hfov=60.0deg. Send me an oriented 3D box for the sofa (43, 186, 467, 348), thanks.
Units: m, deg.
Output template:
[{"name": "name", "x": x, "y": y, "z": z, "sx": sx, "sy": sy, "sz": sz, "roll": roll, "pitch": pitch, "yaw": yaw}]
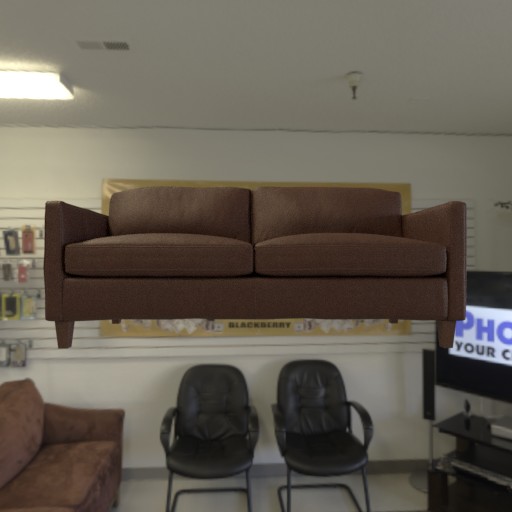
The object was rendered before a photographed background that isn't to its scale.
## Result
[{"name": "sofa", "x": 0.000, "y": 0.000, "z": 2.454, "sx": 1.971, "sy": 0.863, "sz": 0.923, "roll": 0, "pitch": 0, "yaw": 0}]
